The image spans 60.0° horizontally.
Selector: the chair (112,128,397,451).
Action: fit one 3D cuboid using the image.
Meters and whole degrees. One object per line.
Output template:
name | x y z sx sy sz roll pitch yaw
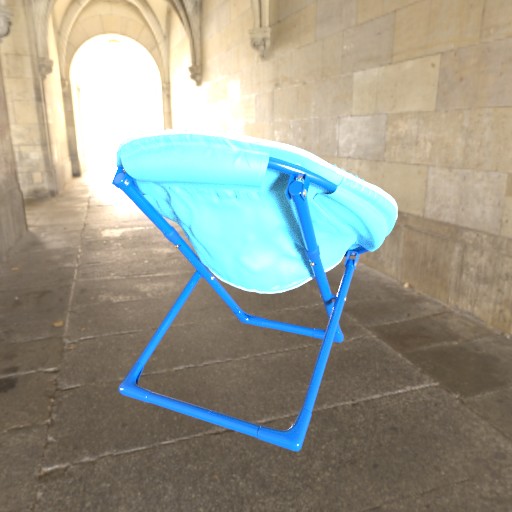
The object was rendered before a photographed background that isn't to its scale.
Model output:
chair | 0.000 0.000 0.875 0.520 0.478 0.465 7 17 25
